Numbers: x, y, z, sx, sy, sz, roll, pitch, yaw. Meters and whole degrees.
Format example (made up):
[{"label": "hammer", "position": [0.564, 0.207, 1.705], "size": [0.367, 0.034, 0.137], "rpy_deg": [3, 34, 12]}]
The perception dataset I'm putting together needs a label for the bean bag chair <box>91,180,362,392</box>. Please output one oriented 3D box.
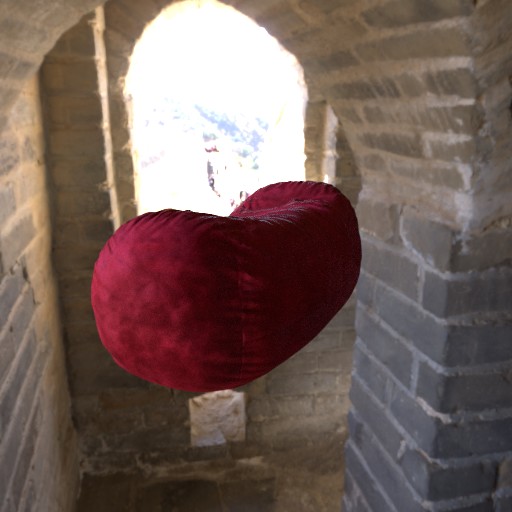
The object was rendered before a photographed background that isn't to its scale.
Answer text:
[{"label": "bean bag chair", "position": [0.000, 0.000, 2.933], "size": [1.216, 0.867, 2.293], "rpy_deg": [8, 18, 27]}]
